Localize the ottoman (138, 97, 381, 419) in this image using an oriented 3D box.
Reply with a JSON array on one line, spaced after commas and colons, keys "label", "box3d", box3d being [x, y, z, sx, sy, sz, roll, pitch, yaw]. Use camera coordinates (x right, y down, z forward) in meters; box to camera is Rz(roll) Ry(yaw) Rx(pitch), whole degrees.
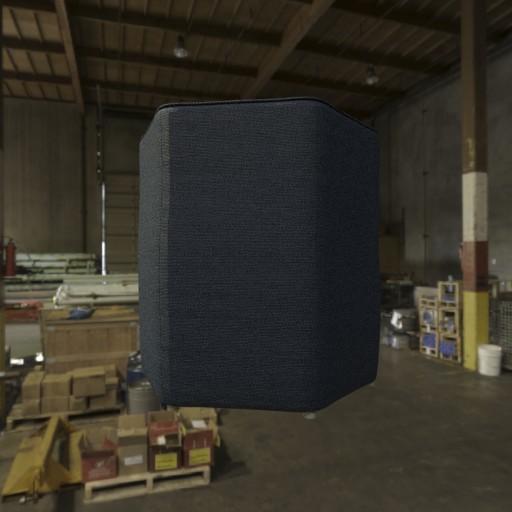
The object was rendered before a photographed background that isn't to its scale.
[{"label": "ottoman", "box3d": [0.000, 0.000, 0.900, 0.454, 0.505, 0.492, 0, 0, -18]}]
